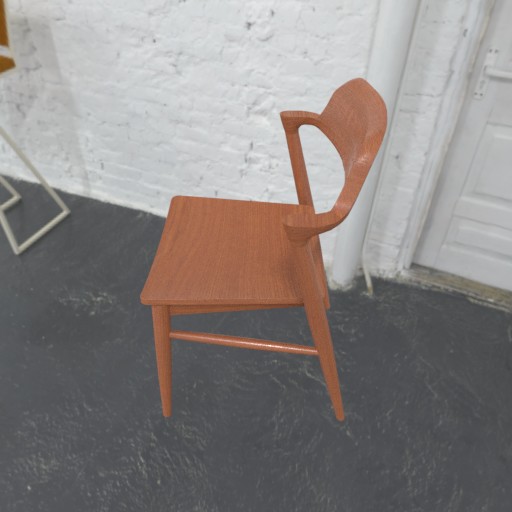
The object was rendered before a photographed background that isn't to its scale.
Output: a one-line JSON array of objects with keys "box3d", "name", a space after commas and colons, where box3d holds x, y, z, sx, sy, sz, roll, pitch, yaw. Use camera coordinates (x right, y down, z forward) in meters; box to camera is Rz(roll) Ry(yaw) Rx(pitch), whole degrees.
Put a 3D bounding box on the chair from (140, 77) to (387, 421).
[{"box3d": [0.000, 0.000, 1.122, 0.499, 0.801, 0.496, 1, 40, 1], "name": "chair"}]
